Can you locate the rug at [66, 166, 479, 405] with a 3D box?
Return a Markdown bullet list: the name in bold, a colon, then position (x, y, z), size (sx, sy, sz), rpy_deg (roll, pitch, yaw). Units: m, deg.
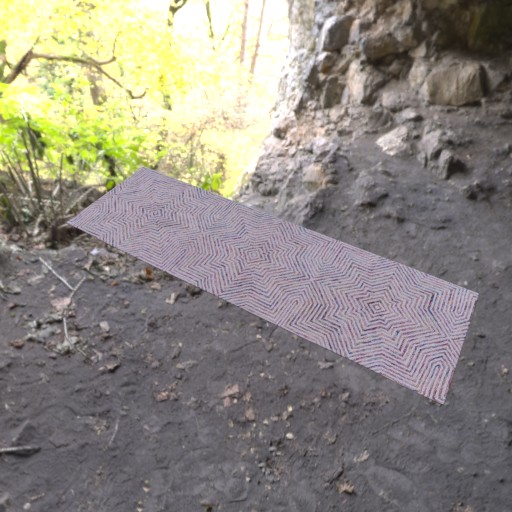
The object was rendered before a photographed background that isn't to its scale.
- **rug**: position (0.000, 0.000, 2.678), size (2.443, 0.009, 0.771), rpy_deg (23, 49, 21)
